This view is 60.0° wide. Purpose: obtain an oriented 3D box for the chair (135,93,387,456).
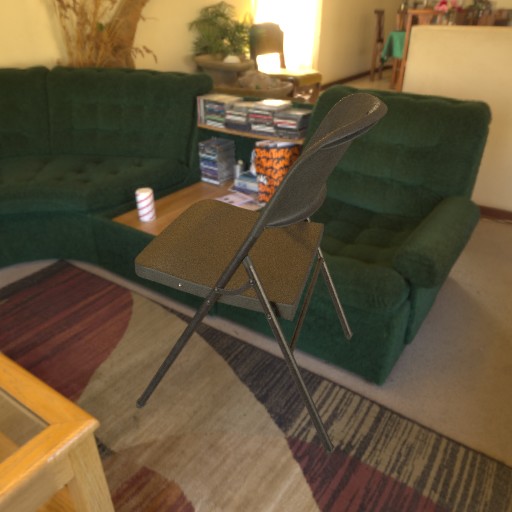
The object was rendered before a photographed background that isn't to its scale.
[{"bbox_3d":[0.000,0.000,1.182,0.566,0.810,0.494,8,31,14],"label":"chair"}]
